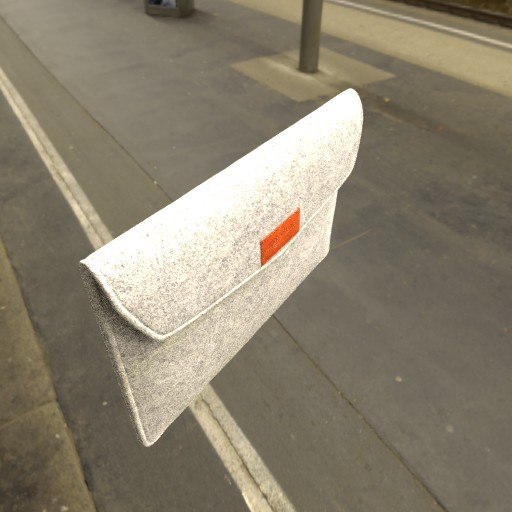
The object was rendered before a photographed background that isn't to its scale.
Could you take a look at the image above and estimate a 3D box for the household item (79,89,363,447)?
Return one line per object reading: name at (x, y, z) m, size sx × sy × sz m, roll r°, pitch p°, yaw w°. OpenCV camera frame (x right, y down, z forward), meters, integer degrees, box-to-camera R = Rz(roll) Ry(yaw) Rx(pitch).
household item at (0.000, 0.000, 0.423) m, size 0.057 × 0.221 × 0.335 m, roll 25°, pitch 46°, yaw 26°
